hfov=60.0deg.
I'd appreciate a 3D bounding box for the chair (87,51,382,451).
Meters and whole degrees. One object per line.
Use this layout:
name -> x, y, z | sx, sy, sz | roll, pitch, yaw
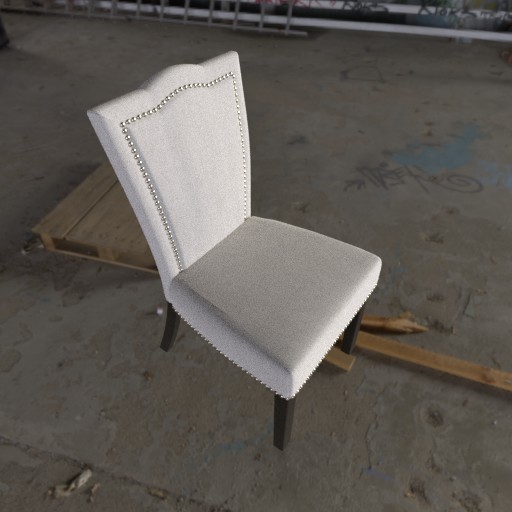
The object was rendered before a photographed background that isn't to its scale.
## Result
chair -> 0.000, 0.000, 1.269 | 0.589, 0.946, 0.518 | 26, 48, 26
